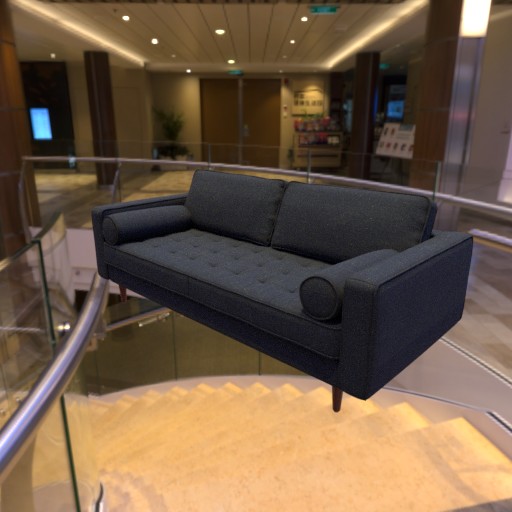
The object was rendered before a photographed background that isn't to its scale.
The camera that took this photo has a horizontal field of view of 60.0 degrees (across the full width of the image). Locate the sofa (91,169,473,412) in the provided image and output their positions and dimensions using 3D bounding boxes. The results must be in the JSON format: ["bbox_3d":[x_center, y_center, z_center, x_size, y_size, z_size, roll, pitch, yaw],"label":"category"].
[{"bbox_3d":[0.000,0.000,2.354,1.880,0.762,0.914,16,23,41],"label":"sofa"}]
